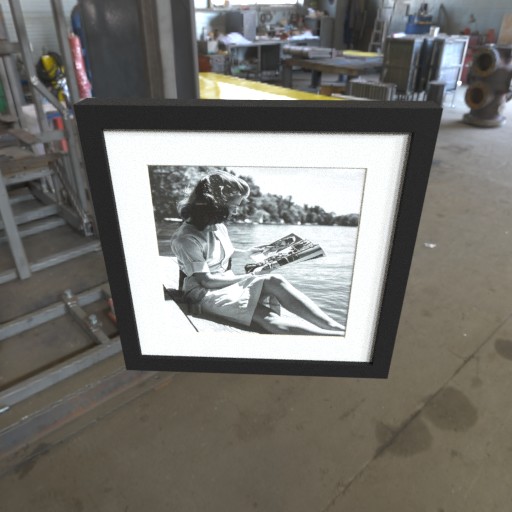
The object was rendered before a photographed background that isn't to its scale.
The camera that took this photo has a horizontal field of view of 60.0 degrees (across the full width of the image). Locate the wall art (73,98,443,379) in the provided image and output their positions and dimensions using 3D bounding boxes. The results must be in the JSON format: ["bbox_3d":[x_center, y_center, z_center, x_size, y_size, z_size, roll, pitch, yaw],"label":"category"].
[{"bbox_3d":[0.000,0.000,0.458,0.308,0.305,0.030,1,30,2],"label":"wall art"}]
